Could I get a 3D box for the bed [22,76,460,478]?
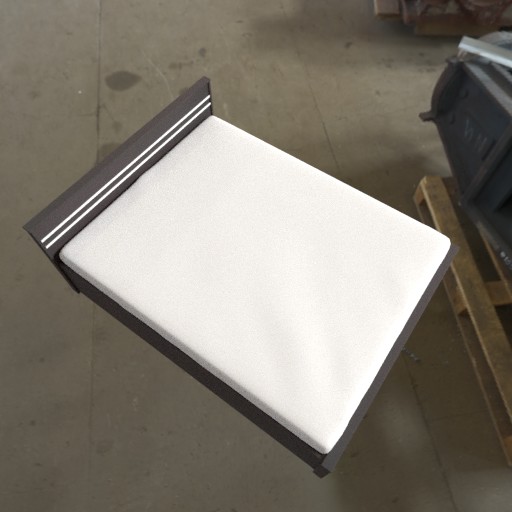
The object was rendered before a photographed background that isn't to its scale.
[{"bbox_3d":[0.000,0.000,2.892,2.103,0.808,1.634,32,64,17],"label":"bed"}]
